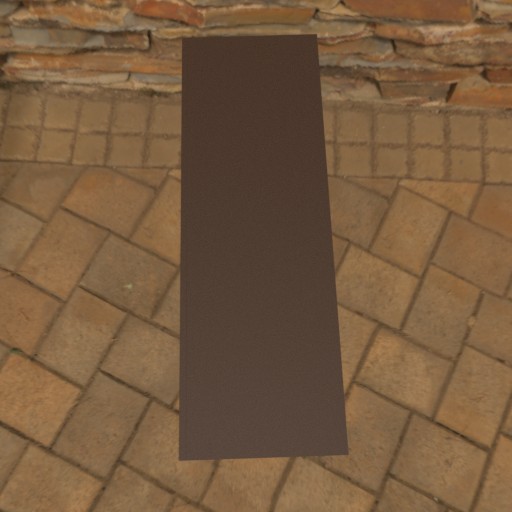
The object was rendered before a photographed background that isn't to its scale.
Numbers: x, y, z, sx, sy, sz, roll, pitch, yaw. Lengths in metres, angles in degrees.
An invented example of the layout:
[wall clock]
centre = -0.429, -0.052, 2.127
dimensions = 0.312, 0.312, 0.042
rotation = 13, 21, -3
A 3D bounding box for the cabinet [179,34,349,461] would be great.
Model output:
[cabinet]
centre = 0.000, 0.000, 1.863
dimensions = 0.482, 0.914, 1.396
rotation = -2, 77, 0
